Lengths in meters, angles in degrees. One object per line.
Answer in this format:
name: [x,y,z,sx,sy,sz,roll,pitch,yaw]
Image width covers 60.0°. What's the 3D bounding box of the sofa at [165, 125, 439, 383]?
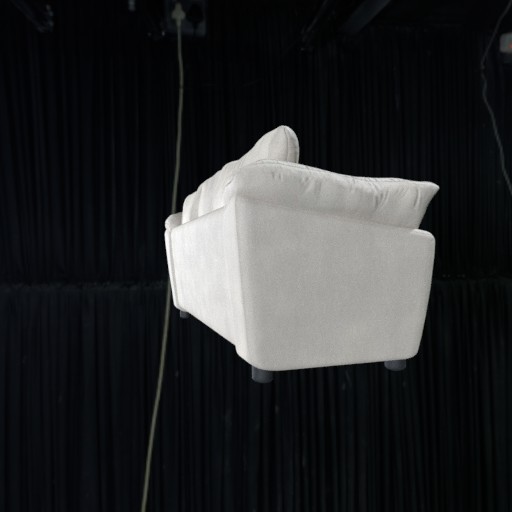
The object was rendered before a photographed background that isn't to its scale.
sofa: [0.000,0.000,2.764,0.878,0.996,2.334,0,0,-18]
